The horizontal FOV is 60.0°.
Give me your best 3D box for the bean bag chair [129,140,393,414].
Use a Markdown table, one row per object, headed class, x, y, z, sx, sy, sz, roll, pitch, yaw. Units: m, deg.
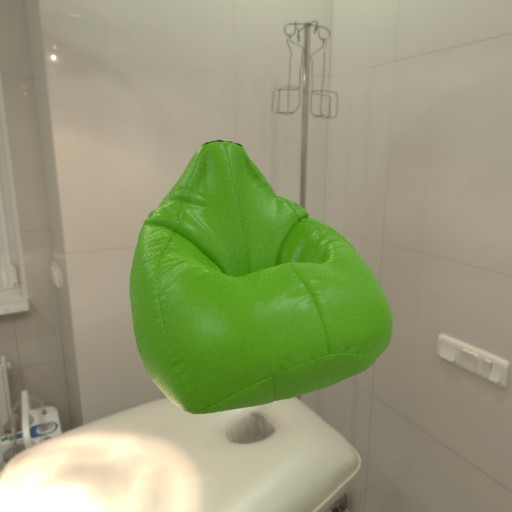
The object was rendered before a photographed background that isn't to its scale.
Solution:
| class | x | y | z | sx | sy | sz | roll | pitch | yaw |
| --- | --- | --- | --- | --- | --- | --- | --- | --- | --- |
| bean bag chair | 0.000 | 0.000 | 1.922 | 1.070 | 0.990 | 1.070 | -7 | 15 | -27 |
